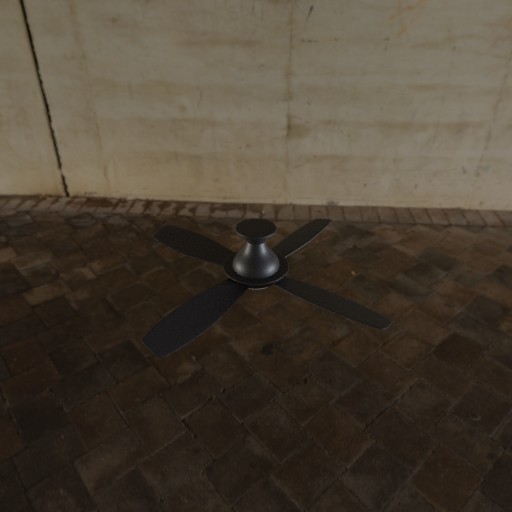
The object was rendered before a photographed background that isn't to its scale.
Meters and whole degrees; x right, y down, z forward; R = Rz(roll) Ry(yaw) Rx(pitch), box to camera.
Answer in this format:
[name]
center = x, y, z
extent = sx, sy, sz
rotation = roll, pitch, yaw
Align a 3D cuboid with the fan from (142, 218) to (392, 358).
[fan]
center = 0.000, 0.000, 2.632
extent = 1.694, 0.382, 1.694
rotation = 21, 38, 30
